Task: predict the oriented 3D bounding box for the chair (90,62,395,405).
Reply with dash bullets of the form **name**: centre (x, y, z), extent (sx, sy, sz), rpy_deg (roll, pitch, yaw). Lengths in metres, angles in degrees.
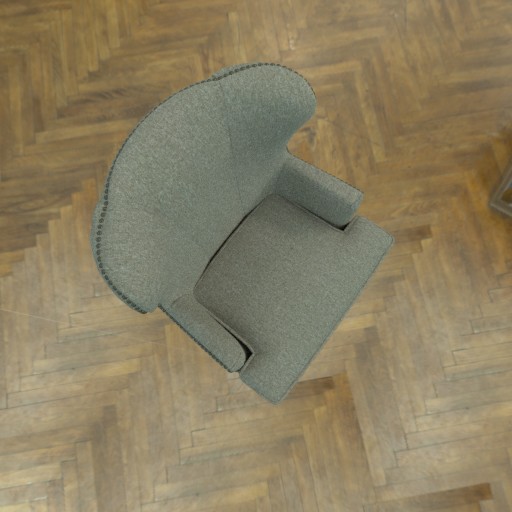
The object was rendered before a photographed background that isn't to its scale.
- **chair**: centre (0.000, 0.000, 1.576), extent (0.758, 1.060, 0.759), rpy_deg (36, 79, 8)
